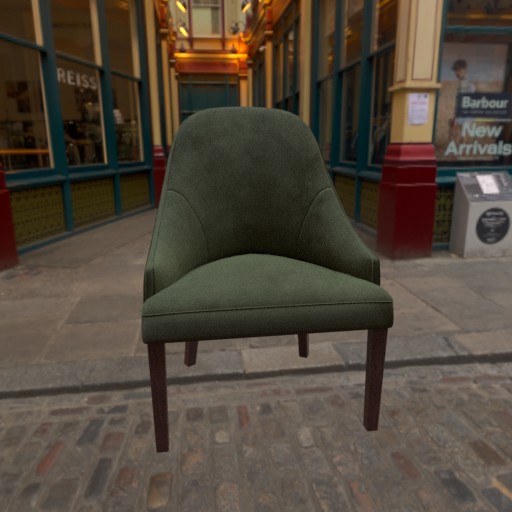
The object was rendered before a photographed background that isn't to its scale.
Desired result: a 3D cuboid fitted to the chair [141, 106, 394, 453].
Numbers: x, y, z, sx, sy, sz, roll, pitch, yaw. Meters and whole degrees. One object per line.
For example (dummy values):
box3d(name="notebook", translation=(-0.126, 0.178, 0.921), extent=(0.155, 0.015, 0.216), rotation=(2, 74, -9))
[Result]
box3d(name="chair", translation=(0.000, 0.000, 1.333), extent=(0.643, 0.889, 0.575), rotation=(-2, 15, -8))
